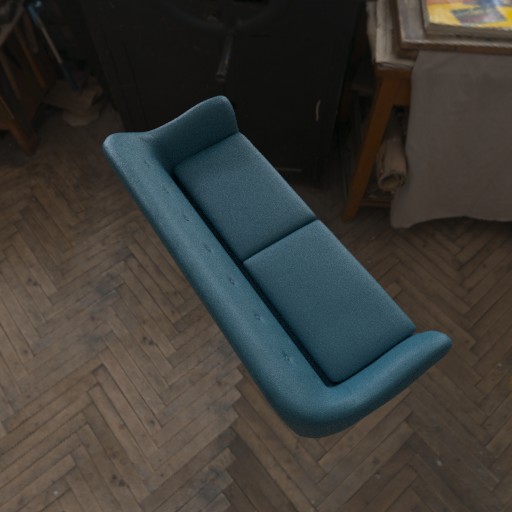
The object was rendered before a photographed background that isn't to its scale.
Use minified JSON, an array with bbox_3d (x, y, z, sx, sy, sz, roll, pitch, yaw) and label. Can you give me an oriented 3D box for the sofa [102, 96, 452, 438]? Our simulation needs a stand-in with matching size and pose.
[{"bbox_3d":[0.000,0.000,2.267,0.820,0.836,1.840,-30,64,-16],"label":"sofa"}]
